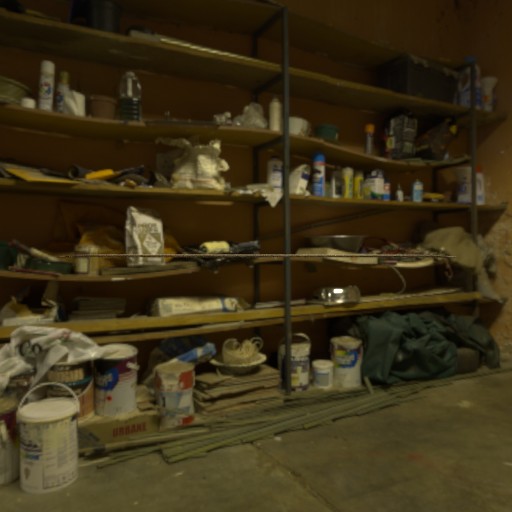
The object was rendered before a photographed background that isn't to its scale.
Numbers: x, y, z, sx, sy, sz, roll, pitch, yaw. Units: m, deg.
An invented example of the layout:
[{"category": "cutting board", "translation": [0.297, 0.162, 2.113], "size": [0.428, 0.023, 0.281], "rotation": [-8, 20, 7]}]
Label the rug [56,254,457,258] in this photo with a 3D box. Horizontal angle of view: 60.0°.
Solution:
[{"category": "rug", "translation": [0.000, 0.000, 2.868], "size": [2.378, 0.018, 1.324], "rotation": [0, 0, 18]}]
